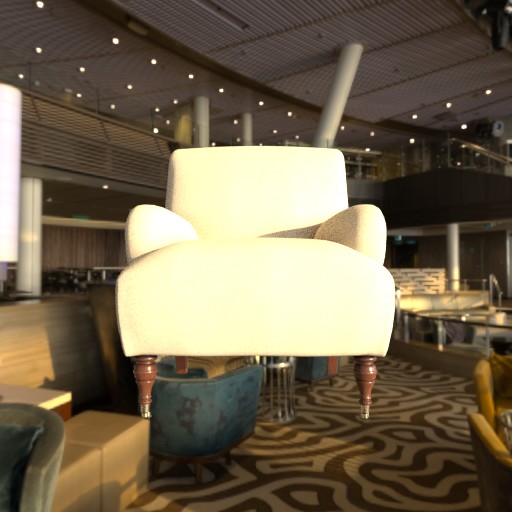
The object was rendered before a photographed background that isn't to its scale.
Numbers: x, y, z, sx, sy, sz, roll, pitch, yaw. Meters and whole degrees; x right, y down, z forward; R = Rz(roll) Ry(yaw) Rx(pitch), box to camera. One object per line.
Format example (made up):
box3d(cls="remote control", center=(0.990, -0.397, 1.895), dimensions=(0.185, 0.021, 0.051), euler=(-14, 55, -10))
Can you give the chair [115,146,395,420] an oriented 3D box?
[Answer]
box3d(cls="chair", center=(0.000, 0.000, 1.557), dimensions=(0.766, 0.944, 0.842), euler=(0, -2, 1))
